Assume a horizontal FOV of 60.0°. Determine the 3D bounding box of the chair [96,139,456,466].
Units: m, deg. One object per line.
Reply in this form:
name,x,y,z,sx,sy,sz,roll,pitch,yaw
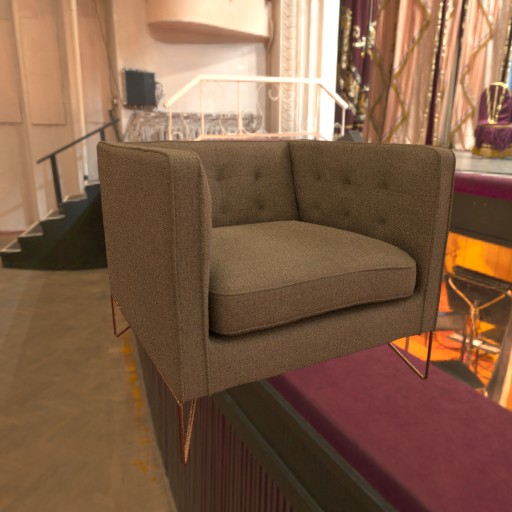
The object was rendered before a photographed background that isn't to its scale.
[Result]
chair,0.000,0.000,1.595,0.920,0.799,0.912,-8,18,-27
